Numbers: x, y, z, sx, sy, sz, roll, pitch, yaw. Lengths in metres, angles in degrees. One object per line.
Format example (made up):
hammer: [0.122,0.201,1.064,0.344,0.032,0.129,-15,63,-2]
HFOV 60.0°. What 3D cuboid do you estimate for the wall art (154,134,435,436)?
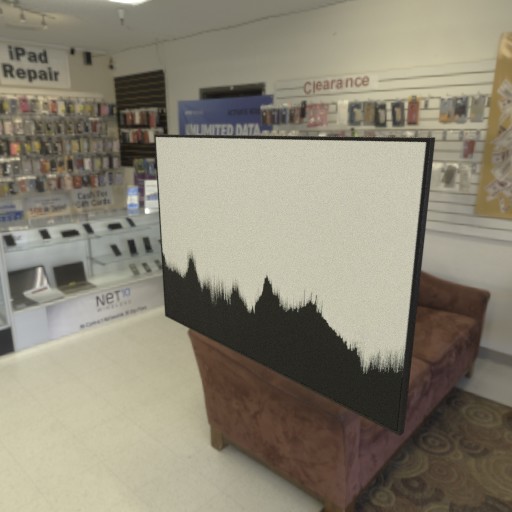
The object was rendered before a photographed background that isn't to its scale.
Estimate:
wall art: [0.000,0.000,1.259,0.019,0.660,0.957,-15,22,-42]
